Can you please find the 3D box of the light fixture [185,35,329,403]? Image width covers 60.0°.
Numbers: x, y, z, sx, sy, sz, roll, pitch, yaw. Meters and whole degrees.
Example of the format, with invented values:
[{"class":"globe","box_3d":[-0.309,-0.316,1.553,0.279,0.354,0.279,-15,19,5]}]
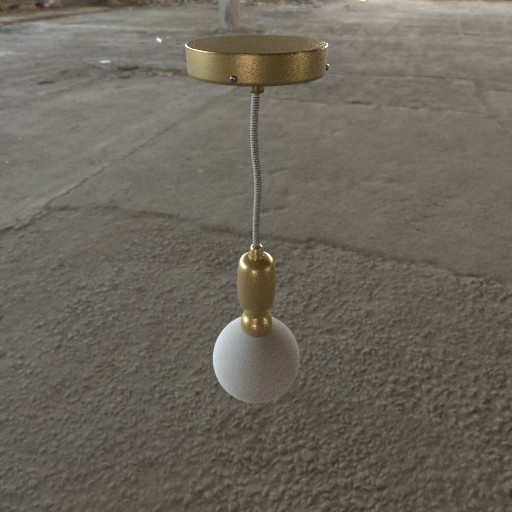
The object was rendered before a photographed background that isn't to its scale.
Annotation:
[{"class":"light fixture","box_3d":[0.000,0.000,0.585,0.147,0.510,0.146,9,34,14]}]
